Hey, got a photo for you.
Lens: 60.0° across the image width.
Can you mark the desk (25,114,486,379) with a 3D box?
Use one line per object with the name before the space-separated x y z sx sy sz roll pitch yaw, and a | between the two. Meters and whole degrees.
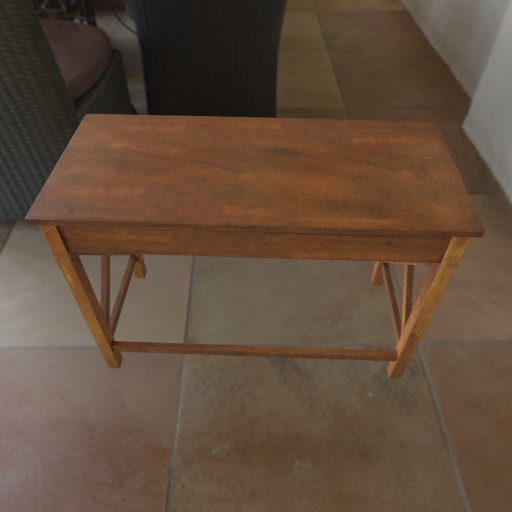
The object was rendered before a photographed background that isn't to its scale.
desk | 0.000 0.000 1.524 1.117 0.762 0.508 2 47 2
